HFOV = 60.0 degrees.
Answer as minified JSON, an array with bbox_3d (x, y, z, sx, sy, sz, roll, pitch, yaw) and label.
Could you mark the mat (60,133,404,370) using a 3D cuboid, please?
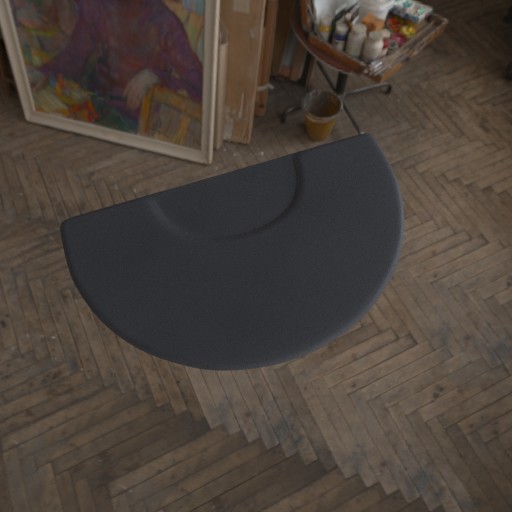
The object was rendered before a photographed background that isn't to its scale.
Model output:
[{"bbox_3d":[0.000,0.000,1.873,1.525,0.022,0.917,-18,65,-9],"label":"mat"}]
